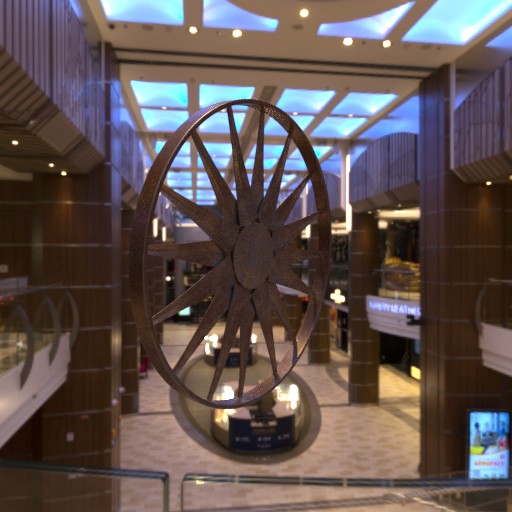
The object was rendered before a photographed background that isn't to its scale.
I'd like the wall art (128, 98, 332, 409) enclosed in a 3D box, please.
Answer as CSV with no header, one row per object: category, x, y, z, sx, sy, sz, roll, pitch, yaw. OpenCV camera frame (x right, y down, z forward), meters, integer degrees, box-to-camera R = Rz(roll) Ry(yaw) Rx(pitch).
wall art,0.000,0.000,0.868,0.084,0.583,0.582,0,0,36
